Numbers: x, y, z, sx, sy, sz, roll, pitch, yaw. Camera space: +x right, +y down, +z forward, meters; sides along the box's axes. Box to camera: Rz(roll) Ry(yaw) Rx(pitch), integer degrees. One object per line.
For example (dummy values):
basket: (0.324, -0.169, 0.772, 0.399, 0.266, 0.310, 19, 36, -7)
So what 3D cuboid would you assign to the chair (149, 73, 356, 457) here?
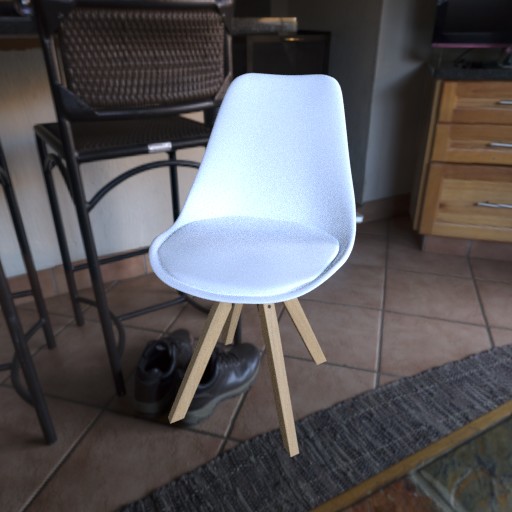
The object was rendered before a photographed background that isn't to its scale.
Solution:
chair: (0.000, 0.000, 1.154, 0.485, 0.849, 0.550, 8, 27, 17)
